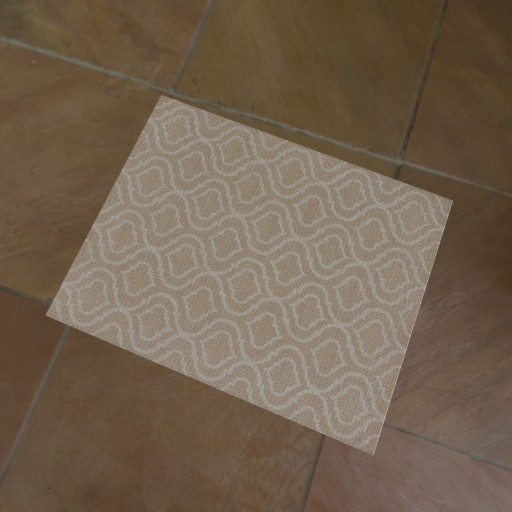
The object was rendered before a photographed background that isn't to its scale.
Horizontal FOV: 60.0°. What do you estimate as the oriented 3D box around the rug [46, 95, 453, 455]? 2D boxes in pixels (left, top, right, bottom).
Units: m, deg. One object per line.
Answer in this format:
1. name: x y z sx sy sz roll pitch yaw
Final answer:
1. rug: 0.000 0.000 3.856 2.894 0.013 2.286 21 76 5
